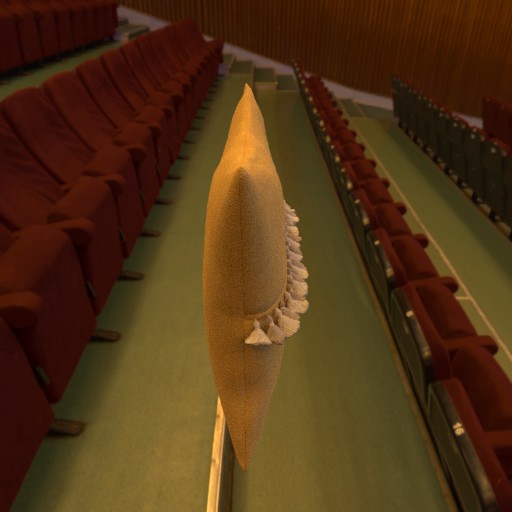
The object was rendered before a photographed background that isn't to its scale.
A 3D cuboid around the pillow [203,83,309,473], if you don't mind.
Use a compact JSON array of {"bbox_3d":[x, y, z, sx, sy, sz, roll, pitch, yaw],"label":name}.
[{"bbox_3d":[0.000,0.000,0.754,0.167,0.481,0.485,0,31,0],"label":"pillow"}]
